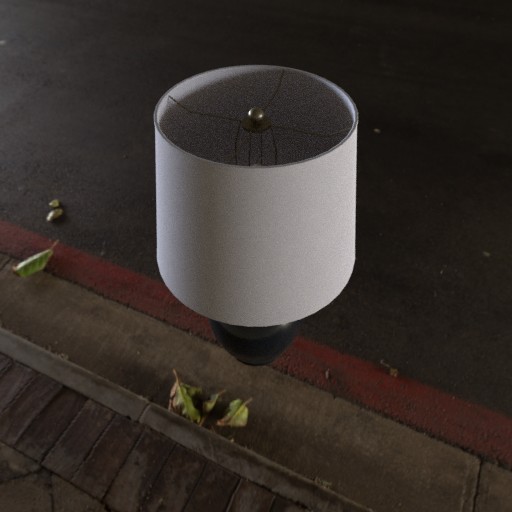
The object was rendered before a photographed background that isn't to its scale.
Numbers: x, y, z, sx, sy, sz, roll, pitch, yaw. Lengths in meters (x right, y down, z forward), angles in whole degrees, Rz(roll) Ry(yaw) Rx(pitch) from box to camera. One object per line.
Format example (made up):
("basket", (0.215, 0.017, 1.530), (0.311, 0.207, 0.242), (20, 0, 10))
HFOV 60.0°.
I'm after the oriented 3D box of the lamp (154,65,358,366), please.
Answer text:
("lamp", (0.000, 0.000, 0.557), (0.239, 0.399, 0.239), (0, 47, 0))
